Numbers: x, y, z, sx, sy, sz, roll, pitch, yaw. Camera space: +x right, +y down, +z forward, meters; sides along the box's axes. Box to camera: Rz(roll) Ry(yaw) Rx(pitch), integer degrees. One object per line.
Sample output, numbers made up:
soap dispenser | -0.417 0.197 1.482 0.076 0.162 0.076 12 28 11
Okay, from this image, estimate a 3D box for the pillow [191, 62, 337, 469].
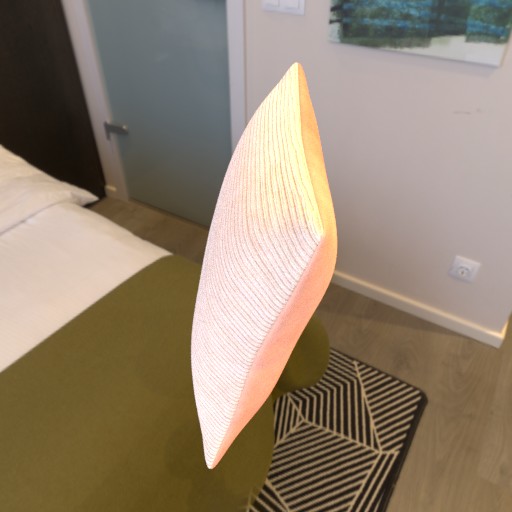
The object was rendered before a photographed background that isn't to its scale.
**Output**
pillow | 0.000 0.000 0.625 0.177 0.401 0.424 1 40 1
